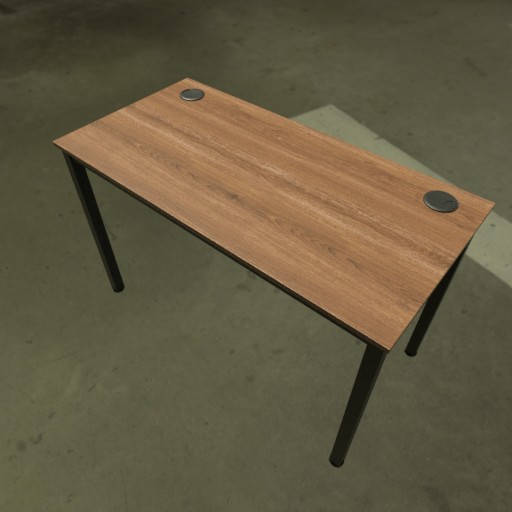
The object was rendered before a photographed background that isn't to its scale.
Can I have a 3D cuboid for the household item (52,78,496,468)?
[{"bbox_3d":[0.000,0.000,1.580,1.200,0.750,0.600,31,54,26],"label":"household item"}]
